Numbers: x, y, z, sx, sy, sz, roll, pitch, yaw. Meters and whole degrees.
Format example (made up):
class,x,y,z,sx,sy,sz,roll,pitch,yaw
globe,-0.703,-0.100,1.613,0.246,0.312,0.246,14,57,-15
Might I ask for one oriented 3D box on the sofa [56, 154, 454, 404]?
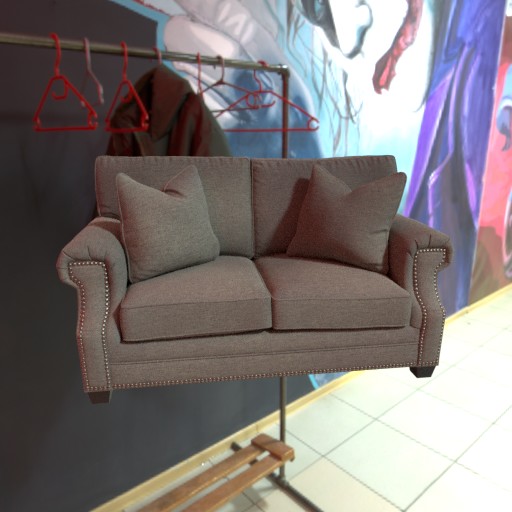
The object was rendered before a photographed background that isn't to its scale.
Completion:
class,x,y,z,sx,sy,sz,roll,pitch,yaw
sofa,0.000,0.000,2.214,1.701,0.966,0.966,-2,15,-8
